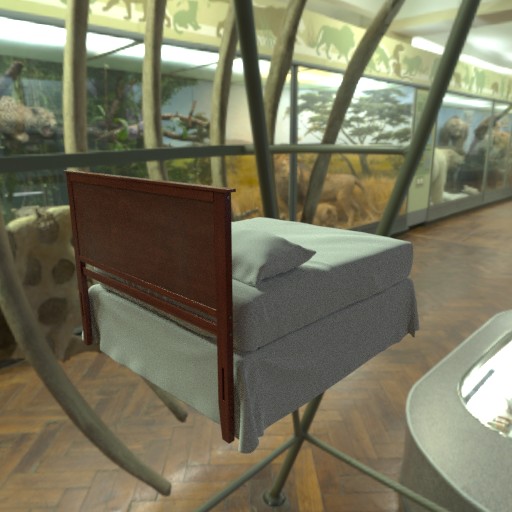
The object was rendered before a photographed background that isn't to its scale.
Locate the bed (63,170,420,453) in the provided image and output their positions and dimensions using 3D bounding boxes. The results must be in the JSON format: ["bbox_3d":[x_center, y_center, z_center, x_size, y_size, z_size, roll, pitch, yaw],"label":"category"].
[{"bbox_3d":[0.000,0.000,3.288,1.870,1.270,2.050,14,20,43],"label":"bed"}]
